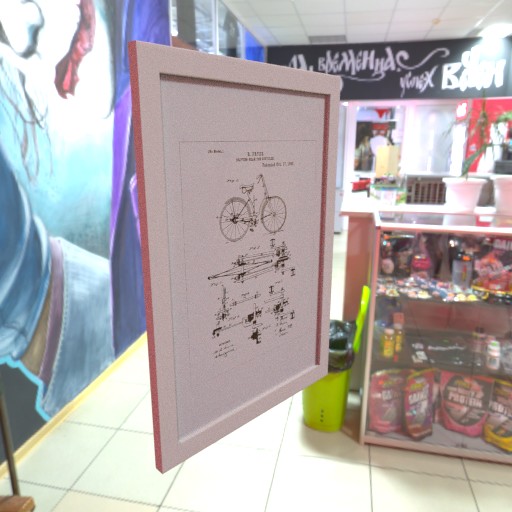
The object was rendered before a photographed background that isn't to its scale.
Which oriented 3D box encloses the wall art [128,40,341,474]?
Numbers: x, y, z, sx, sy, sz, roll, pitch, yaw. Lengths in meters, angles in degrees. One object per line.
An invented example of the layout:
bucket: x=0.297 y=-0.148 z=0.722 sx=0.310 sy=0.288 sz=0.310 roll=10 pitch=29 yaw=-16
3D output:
wall art: x=0.000 y=0.000 z=0.590 sx=0.015 sy=0.477 sz=0.332 roll=14 pitch=20 yaw=43
